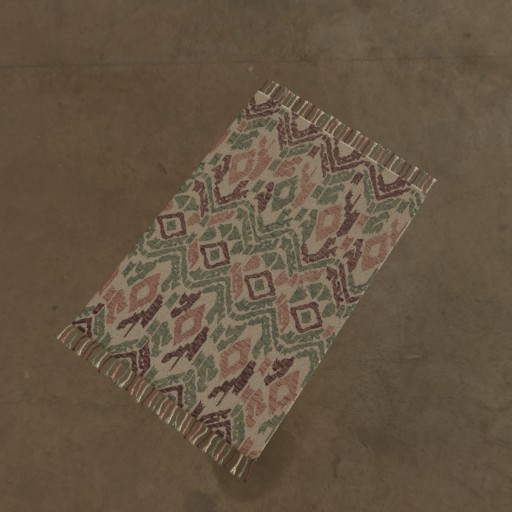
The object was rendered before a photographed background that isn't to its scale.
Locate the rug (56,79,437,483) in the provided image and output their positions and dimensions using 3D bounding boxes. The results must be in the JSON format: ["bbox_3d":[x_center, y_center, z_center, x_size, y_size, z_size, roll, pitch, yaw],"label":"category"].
[{"bbox_3d":[0.000,0.000,3.049,1.524,0.011,2.438,34,78,8],"label":"rug"}]
